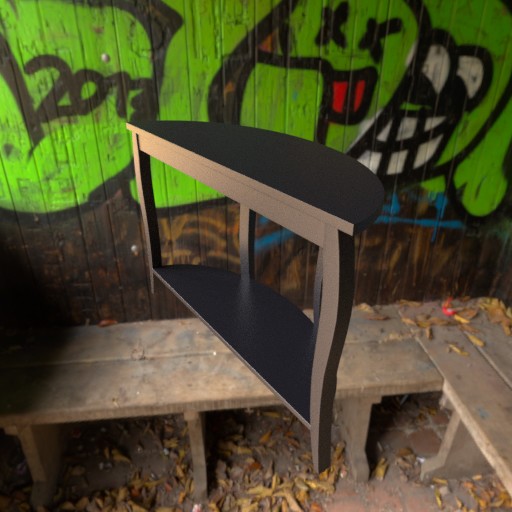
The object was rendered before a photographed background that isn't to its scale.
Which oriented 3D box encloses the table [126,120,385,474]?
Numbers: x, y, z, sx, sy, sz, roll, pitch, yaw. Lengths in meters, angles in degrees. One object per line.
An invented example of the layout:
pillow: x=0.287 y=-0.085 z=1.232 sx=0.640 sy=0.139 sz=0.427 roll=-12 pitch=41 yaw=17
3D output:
table: x=0.000 y=0.000 z=1.580 sx=0.394 sy=0.780 sz=1.219 roll=-18 pitch=33 yaw=-31
